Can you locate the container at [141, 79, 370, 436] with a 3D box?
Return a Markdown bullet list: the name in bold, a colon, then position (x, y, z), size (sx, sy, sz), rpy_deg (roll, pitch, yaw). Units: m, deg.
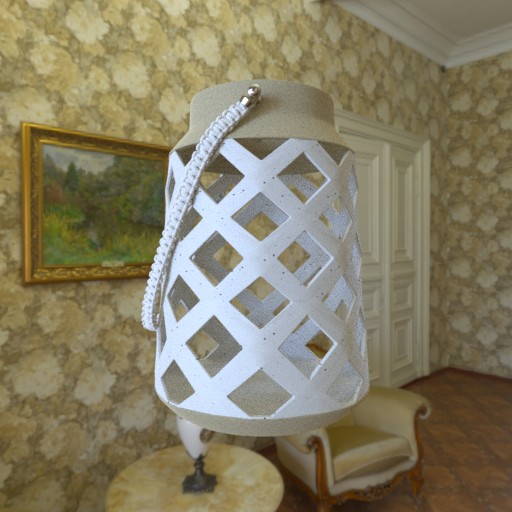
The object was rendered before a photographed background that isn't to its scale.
- **container**: position (0.000, 0.000, 0.340), size (0.172, 0.229, 0.163), rpy_deg (0, 1, 1)
